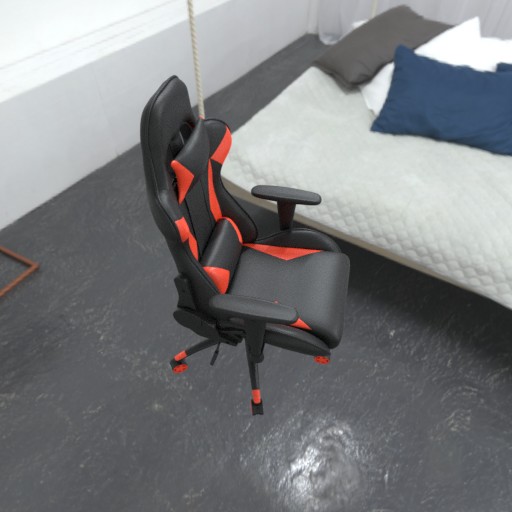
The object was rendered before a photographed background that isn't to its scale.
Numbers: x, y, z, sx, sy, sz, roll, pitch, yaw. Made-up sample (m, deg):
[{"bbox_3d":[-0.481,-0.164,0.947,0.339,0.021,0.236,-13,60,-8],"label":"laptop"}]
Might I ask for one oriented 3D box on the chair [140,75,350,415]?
[{"bbox_3d":[0.000,0.000,1.682,0.730,1.282,0.695,9,47,9],"label":"chair"}]
